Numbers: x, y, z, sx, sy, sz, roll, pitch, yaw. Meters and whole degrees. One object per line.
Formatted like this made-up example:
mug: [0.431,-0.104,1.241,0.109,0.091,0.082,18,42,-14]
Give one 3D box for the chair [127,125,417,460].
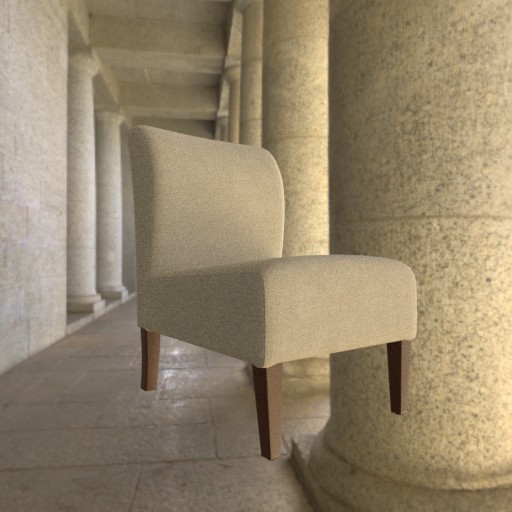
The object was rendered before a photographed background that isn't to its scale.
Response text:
chair: [0.000,0.000,1.300,0.521,0.833,0.754,0,0,-37]
